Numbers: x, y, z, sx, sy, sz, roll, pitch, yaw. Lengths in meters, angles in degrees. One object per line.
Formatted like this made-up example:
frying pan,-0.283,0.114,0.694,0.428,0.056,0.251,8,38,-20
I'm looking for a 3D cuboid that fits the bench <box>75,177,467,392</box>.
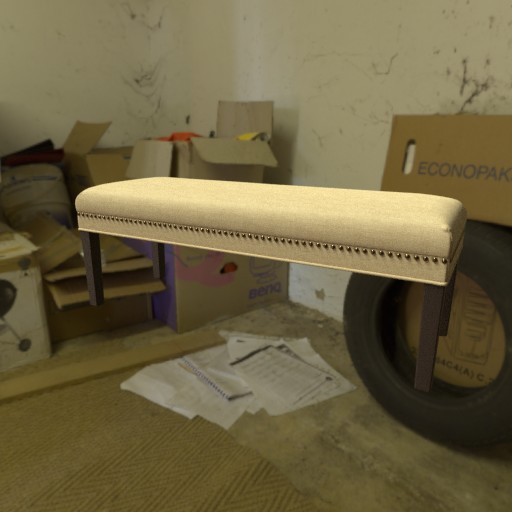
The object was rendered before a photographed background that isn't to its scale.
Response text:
bench,0.000,0.000,1.478,1.219,0.457,0.410,9,18,27
